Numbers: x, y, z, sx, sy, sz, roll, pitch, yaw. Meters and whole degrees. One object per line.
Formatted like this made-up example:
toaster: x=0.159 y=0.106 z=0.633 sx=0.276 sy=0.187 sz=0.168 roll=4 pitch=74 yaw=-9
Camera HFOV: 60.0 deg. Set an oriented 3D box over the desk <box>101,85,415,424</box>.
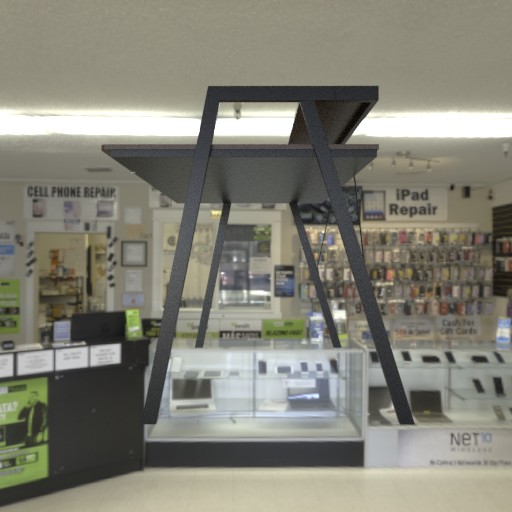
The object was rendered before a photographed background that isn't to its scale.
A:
desk: x=0.000 y=0.000 z=1.877 sx=0.936 sy=0.998 sz=1.143 roll=0 pitch=0 yaw=0
